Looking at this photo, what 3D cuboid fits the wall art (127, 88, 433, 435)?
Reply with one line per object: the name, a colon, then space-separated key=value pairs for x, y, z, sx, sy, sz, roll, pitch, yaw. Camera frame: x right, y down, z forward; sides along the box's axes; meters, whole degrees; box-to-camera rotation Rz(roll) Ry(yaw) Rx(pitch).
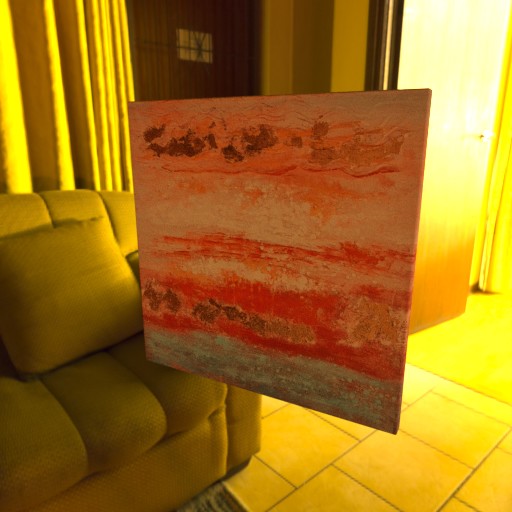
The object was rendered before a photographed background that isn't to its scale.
wall art: x=0.000 y=0.000 z=1.098 sx=0.747 sy=0.747 sz=0.035 roll=8 pitch=17 yaw=27
